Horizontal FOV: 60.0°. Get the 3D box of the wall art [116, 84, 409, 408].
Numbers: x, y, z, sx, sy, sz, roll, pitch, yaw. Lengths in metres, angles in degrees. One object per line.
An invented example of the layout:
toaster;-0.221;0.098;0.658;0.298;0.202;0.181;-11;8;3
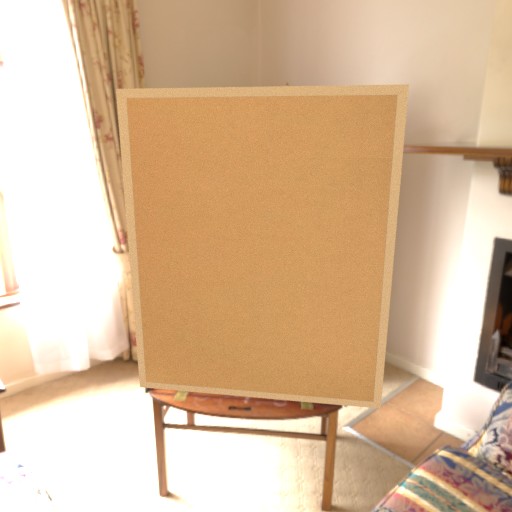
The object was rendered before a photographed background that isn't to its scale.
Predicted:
wall art;0.000;0.000;0.639;0.382;0.456;0.013;2;16;8
